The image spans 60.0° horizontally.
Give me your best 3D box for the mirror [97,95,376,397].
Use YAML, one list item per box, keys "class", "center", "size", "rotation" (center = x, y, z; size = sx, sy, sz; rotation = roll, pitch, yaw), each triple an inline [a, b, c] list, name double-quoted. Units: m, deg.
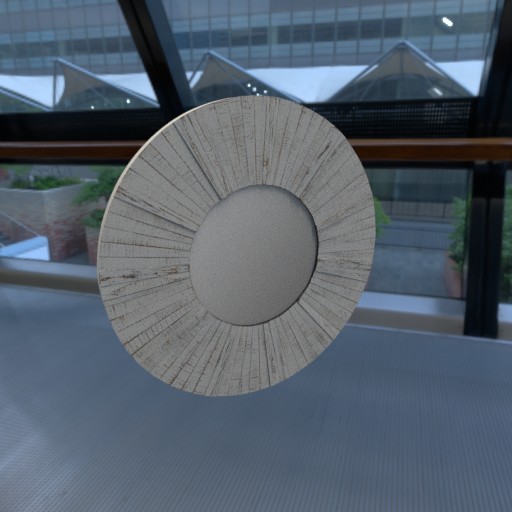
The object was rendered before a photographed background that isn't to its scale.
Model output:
- class: "mirror"
  center: [0.000, 0.000, 1.344]
  size: [0.914, 0.914, 0.038]
  rotation: [-8, 18, -26]
